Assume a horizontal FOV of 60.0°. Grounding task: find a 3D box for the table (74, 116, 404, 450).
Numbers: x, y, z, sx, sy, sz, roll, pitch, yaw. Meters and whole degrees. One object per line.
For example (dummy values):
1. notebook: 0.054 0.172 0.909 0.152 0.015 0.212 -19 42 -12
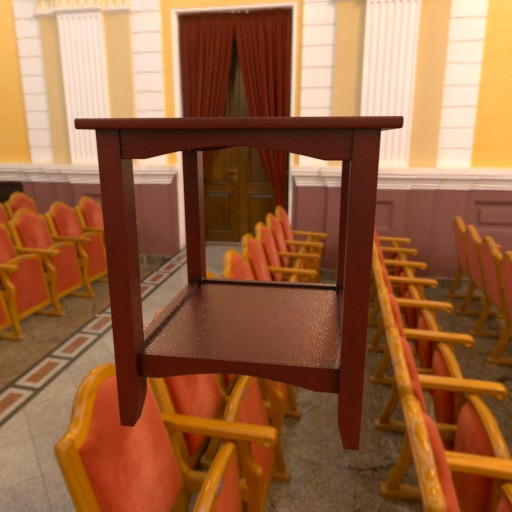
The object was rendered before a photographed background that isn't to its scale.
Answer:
1. table: 0.000 0.000 0.970 0.522 0.558 0.523 3 15 11
